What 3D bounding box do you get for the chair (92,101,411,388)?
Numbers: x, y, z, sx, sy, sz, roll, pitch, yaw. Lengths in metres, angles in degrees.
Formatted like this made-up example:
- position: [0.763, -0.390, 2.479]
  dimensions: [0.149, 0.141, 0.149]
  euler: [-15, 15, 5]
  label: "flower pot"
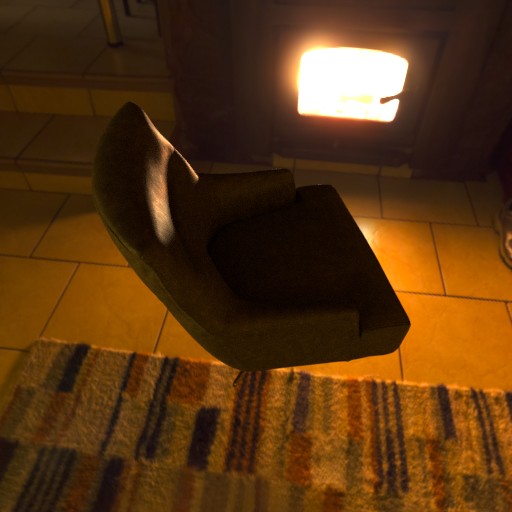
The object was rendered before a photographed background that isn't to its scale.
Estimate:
- position: [0.000, 0.000, 1.513]
  dimensions: [0.874, 0.870, 0.738]
  euler: [-9, 47, -9]
  label: "chair"
